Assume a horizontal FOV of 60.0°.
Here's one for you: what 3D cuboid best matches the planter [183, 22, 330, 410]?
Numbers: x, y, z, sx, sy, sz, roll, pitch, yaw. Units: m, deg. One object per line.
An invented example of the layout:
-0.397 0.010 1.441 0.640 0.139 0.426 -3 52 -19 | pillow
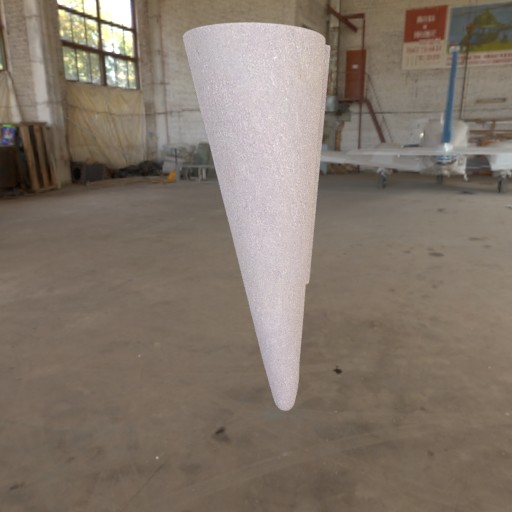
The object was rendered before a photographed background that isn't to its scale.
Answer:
0.000 0.000 0.290 0.078 0.259 0.087 14 20 43 | planter
